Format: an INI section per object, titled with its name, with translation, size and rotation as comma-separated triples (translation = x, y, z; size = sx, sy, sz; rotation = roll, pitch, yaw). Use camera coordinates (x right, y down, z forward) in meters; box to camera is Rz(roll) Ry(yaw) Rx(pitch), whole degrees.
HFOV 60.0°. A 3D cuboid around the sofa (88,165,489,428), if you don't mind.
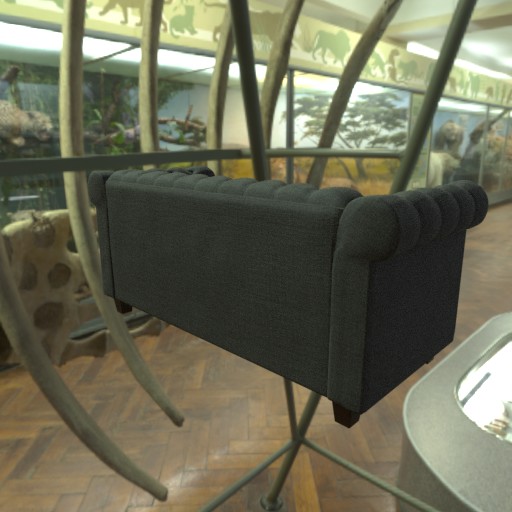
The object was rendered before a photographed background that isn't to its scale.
[sofa]
translation = 0.000, 0.000, 2.128
size = 1.798, 0.797, 0.783
rotation = 13, 20, 42
